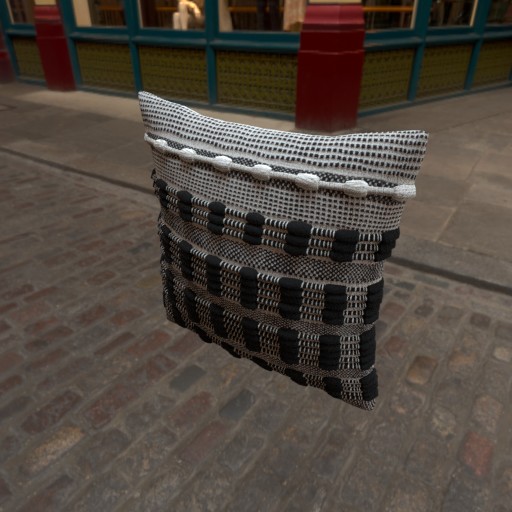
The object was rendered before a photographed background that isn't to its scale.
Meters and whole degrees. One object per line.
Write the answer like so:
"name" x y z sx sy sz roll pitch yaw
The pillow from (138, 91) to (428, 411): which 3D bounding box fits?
"pillow" 0.000 0.000 0.678 0.436 0.438 0.156 18 35 28
